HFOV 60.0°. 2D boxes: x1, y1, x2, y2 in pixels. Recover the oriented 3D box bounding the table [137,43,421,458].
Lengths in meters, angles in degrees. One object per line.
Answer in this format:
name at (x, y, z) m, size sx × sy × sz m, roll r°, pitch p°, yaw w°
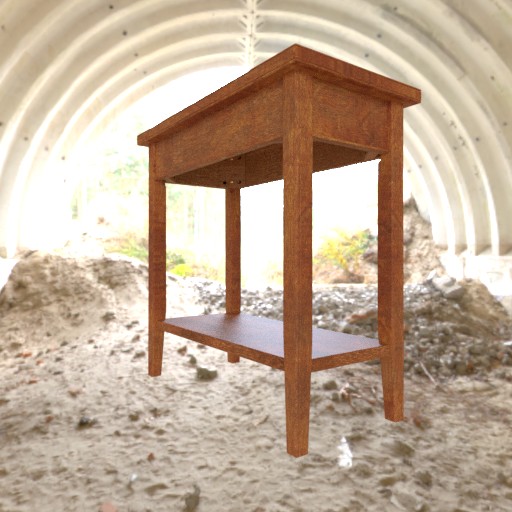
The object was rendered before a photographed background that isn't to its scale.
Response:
table at (0.000, 0.000, 0.967) m, size 0.305 × 0.610 × 0.610 m, roll 0°, pitch 0°, yaw -36°
